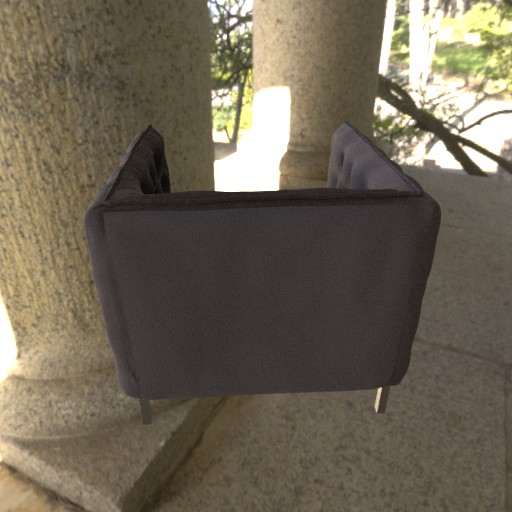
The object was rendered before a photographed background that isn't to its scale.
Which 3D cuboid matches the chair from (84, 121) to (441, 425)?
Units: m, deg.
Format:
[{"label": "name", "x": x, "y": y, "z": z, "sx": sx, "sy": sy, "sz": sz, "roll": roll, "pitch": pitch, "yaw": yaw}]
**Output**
[{"label": "chair", "x": 0.000, "y": 0.000, "z": 1.654, "sx": 0.946, "sy": 0.807, "sz": 0.913, "roll": -2, "pitch": 29, "yaw": -3}]
